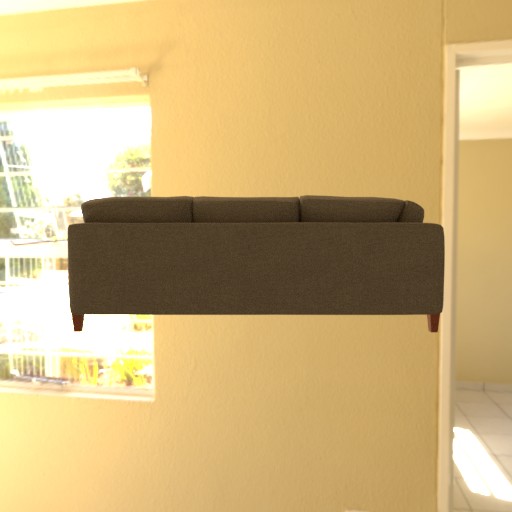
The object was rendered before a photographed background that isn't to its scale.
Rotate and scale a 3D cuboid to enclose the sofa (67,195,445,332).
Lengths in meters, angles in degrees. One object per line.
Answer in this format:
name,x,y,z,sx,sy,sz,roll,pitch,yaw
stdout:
sofa,0.000,0.000,4.611,2.593,0.947,3.302,0,2,0
